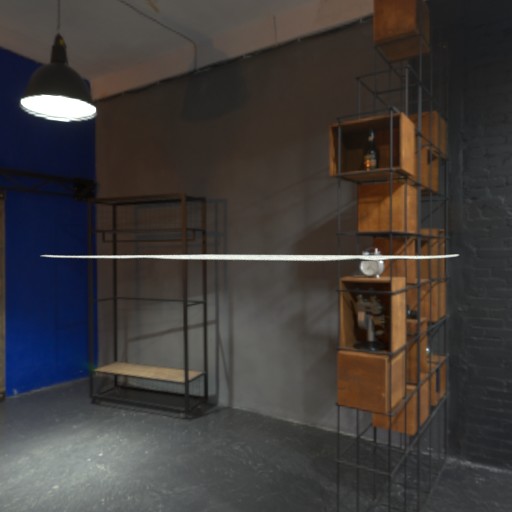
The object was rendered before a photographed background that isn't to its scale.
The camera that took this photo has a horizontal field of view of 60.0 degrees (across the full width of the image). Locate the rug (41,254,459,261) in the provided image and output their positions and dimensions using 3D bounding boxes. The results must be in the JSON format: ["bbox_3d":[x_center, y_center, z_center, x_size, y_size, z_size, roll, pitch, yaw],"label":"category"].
[{"bbox_3d":[0.000,0.000,3.933,2.925,0.026,2.343,0,1,36],"label":"rug"}]
